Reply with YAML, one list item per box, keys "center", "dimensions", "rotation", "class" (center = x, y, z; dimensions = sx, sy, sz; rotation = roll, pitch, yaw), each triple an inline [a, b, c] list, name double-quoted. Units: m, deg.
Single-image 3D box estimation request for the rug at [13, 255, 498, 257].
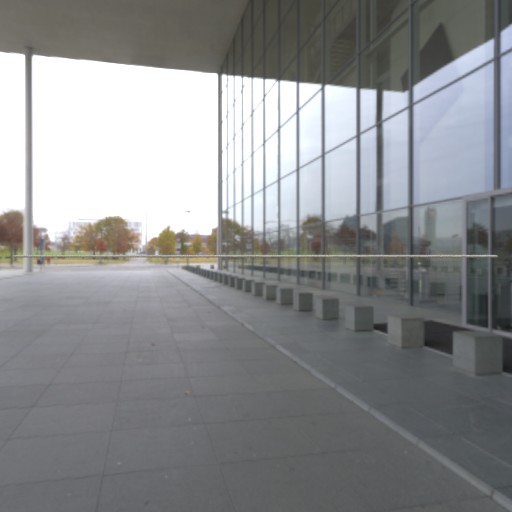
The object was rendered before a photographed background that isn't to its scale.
- center: [0.000, 0.000, 2.842]
  dimensions: [2.286, 0.011, 1.524]
  rotation: [0, 0, 1]
  class: "rug"
